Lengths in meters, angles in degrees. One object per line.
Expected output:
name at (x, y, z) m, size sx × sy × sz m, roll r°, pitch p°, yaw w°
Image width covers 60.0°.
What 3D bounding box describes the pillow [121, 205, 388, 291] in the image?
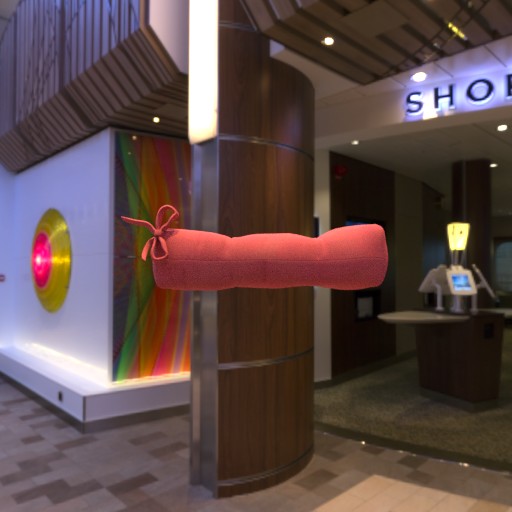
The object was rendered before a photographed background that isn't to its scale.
pillow at (0.000, 0.000, 1.379) m, size 0.511 × 0.174 × 1.194 m, roll 0°, pitch -1°, yaw 0°
